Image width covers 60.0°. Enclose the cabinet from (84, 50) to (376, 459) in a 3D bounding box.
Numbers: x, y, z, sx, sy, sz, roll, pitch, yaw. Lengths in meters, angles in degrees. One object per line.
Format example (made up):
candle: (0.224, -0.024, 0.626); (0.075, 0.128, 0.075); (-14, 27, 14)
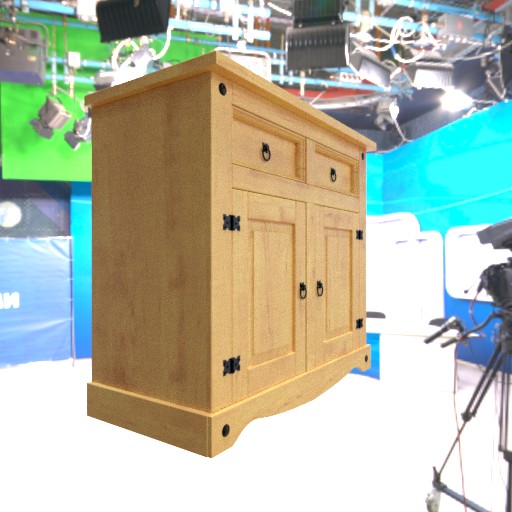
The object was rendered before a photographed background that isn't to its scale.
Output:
cabinet: (0.000, 0.000, 1.407); (0.450, 0.840, 0.920); (0, 0, 35)
